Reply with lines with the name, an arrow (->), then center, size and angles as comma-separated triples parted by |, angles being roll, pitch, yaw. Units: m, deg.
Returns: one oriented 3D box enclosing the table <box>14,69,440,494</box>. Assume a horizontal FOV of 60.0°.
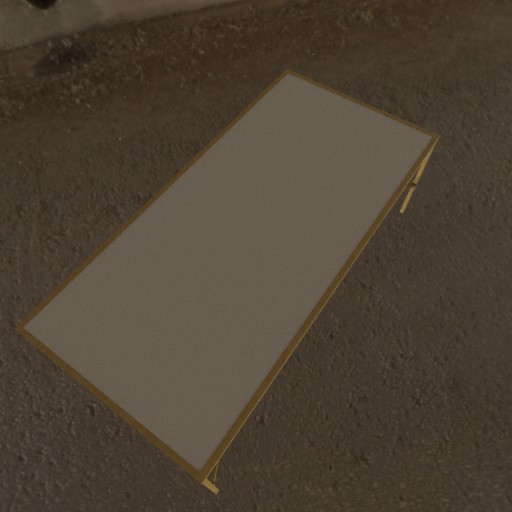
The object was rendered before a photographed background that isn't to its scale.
table -> 0.000, 0.000, 1.410 | 0.580, 0.398, 1.206 | 31, 64, 17
